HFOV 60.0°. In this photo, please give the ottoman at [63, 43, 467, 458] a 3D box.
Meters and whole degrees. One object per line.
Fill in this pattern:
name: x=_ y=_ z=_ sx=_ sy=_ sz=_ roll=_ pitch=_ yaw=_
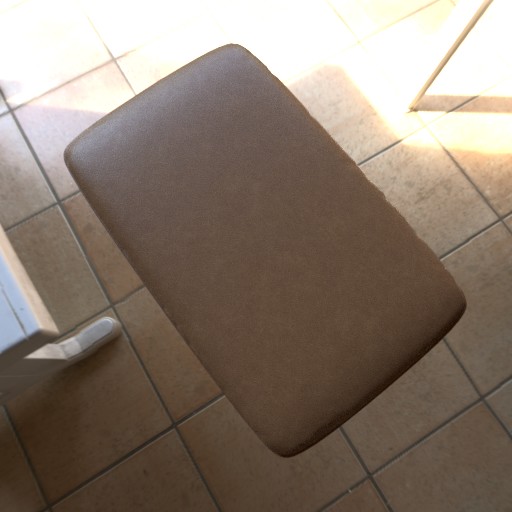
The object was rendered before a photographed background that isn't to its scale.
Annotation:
ottoman: x=0.000 y=0.000 z=0.944 sx=0.420 sy=0.480 sz=0.670 roll=-36 pitch=78 yaw=-9
